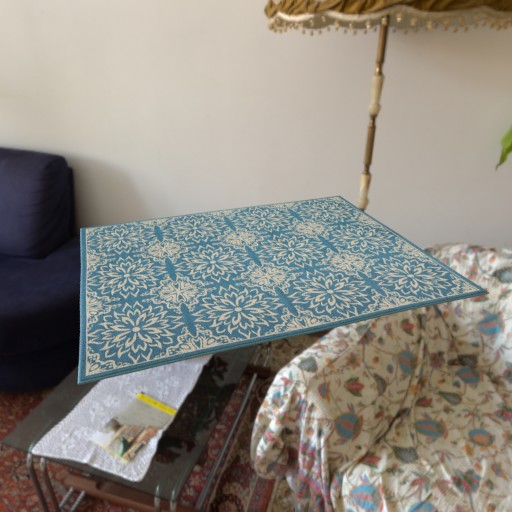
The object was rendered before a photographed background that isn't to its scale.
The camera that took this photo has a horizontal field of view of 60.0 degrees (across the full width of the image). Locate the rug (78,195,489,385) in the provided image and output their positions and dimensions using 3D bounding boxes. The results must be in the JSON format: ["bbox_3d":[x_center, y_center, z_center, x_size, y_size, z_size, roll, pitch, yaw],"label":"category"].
[{"bbox_3d":[0.000,0.000,3.939,2.964,0.018,2.350,-9,28,-17],"label":"rug"}]
